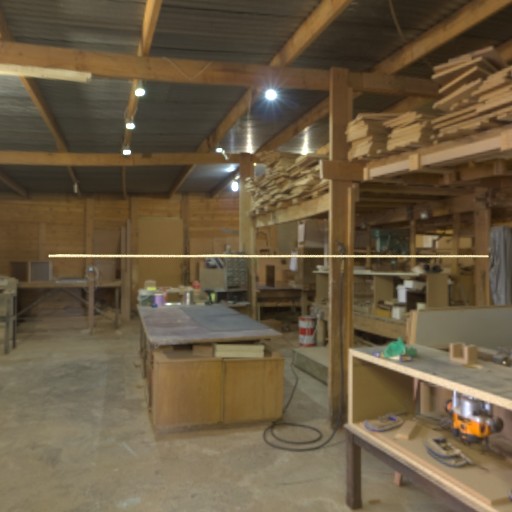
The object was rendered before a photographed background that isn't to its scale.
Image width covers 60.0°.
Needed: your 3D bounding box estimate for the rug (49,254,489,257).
[{"bbox_3d":[0.000,0.000,2.317,1.825,0.015,1.232,0,0,-18],"label":"rug"}]
